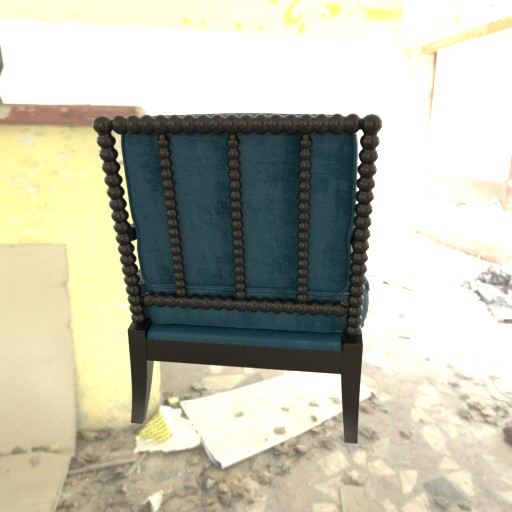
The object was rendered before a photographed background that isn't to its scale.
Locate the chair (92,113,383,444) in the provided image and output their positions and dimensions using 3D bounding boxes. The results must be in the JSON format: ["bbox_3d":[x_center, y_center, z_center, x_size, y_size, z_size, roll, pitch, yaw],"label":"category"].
[{"bbox_3d":[0.000,0.000,1.432,0.688,0.857,0.805,2,15,8],"label":"chair"}]
